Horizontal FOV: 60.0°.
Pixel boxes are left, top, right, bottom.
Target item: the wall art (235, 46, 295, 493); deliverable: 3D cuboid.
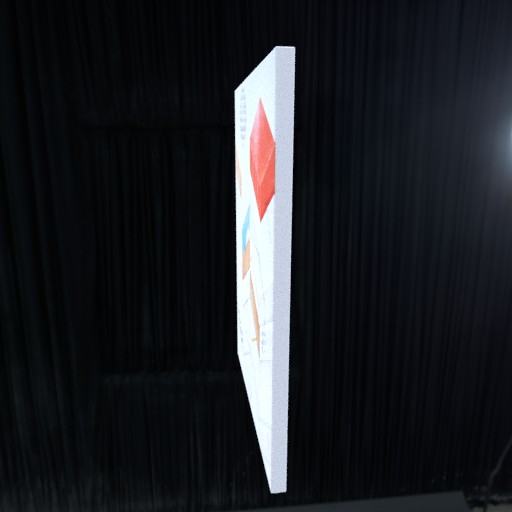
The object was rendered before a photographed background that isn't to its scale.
[{"bbox_3d":[0.000,0.000,1.602,0.046,1.221,0.914,-2,15,-8],"label":"wall art"}]
